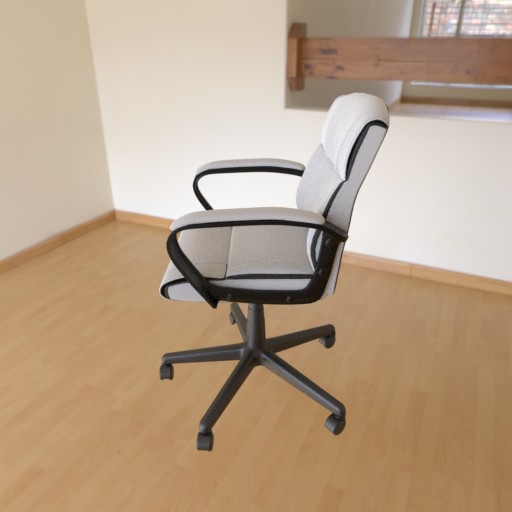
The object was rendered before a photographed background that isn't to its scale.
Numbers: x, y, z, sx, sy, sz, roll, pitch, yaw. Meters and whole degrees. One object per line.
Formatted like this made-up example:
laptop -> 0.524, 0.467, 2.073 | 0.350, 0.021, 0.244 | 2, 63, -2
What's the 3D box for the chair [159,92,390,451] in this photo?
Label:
chair -> 0.000, 0.000, 1.463 | 0.717, 1.004, 0.739 | 0, 26, 1
